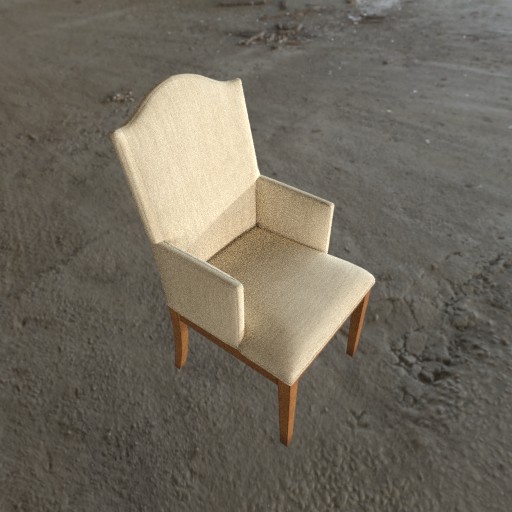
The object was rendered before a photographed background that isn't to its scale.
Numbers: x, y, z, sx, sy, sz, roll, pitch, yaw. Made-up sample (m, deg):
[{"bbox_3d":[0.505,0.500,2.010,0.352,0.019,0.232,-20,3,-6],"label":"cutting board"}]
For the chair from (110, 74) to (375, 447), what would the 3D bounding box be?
[{"bbox_3d":[0.000,0.000,1.433,0.641,1.016,0.533,27,47,27],"label":"chair"}]
